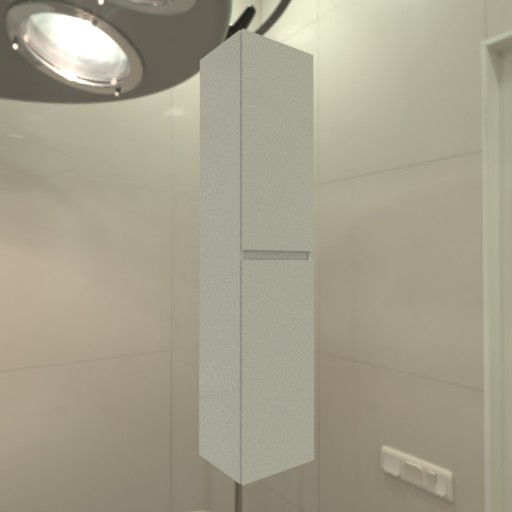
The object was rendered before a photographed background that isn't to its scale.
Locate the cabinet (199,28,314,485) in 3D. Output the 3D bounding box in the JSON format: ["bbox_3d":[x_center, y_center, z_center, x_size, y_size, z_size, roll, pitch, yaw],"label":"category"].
[{"bbox_3d":[0.000,0.000,1.553,0.300,1.400,0.270,1,-1,-36],"label":"cabinet"}]
